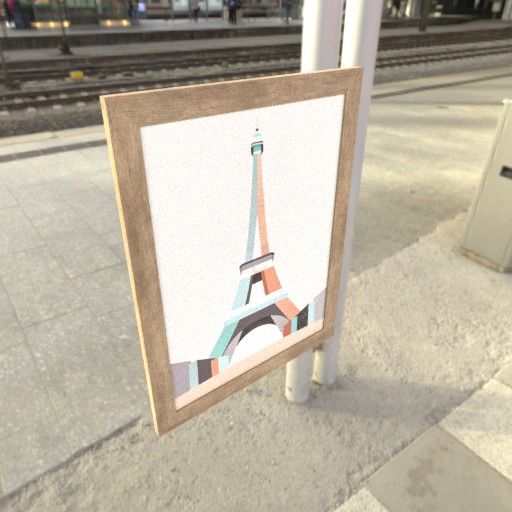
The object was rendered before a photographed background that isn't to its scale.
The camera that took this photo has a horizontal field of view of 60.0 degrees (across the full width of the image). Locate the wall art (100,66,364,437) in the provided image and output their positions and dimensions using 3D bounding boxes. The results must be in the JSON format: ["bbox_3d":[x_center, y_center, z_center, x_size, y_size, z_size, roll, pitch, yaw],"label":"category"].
[{"bbox_3d":[0.000,0.000,0.915,0.534,0.686,0.018,-21,36,-33],"label":"wall art"}]
